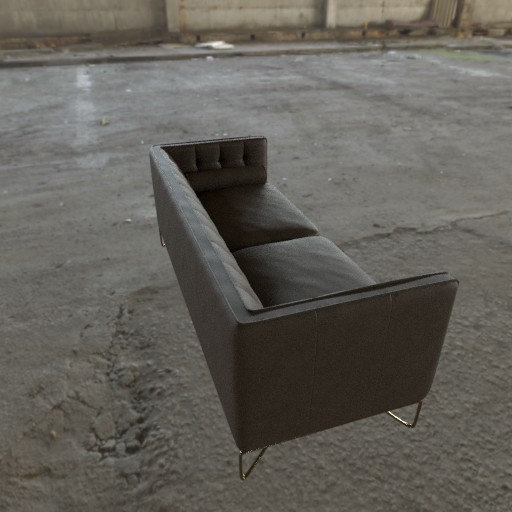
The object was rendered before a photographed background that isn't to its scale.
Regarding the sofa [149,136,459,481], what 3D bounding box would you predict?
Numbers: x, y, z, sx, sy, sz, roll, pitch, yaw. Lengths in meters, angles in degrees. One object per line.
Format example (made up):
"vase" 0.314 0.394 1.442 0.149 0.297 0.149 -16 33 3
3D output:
"sofa" 0.000 0.000 2.491 0.867 0.789 2.087 -10 31 -16
